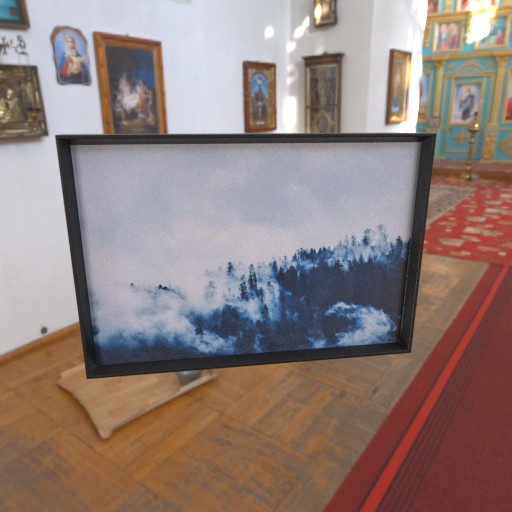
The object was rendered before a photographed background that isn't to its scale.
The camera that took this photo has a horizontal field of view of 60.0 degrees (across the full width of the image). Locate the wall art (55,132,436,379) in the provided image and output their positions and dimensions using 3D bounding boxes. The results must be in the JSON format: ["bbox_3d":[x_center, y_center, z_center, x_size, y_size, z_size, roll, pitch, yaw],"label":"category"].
[{"bbox_3d":[0.000,0.000,1.203,0.939,0.640,0.058,-3,17,-8],"label":"wall art"}]
